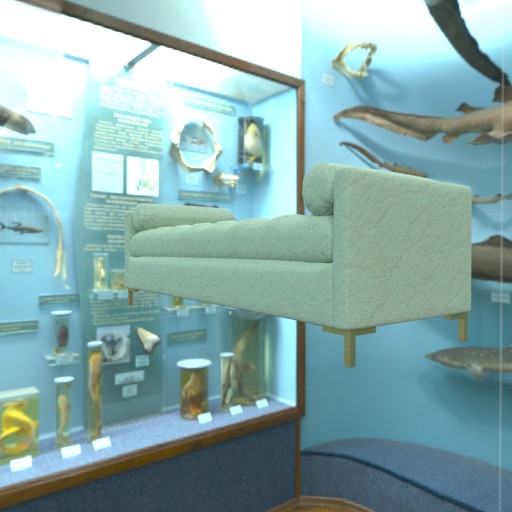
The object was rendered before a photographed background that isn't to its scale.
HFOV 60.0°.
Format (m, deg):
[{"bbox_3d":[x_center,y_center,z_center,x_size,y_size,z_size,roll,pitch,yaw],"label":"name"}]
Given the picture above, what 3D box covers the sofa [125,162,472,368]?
[{"bbox_3d":[0.000,0.000,2.491,0.796,0.705,2.102,-1,1,-36],"label":"sofa"}]
